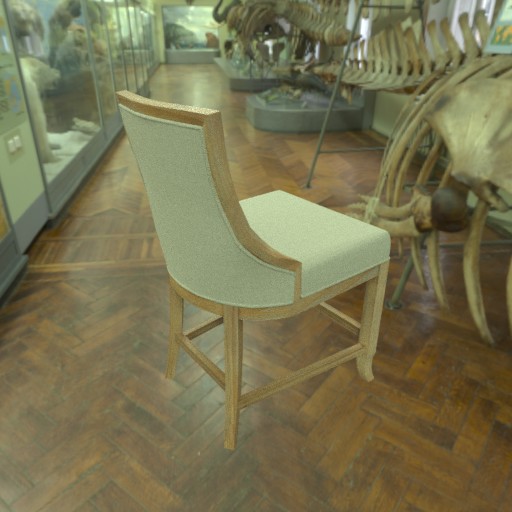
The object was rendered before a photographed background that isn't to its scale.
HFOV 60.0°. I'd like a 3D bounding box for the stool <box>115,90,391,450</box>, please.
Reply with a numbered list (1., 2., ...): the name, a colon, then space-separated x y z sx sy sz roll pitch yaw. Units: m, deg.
1. stool: 0.000 0.000 1.331 0.626 0.938 0.524 -19 33 -33
